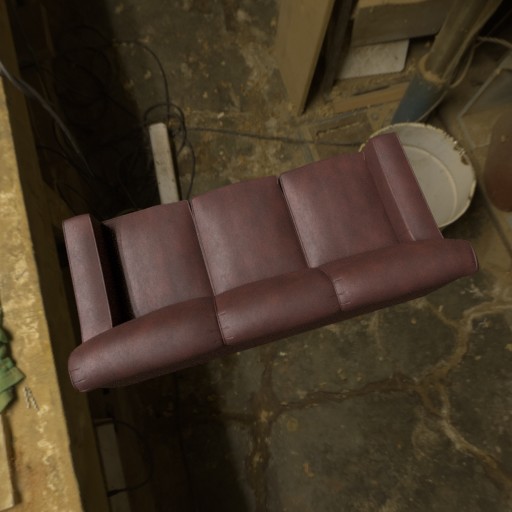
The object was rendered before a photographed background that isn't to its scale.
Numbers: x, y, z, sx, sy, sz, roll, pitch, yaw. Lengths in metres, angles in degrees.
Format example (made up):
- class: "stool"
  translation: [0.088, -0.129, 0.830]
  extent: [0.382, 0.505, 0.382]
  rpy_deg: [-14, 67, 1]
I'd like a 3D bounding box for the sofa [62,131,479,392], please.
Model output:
- class: "sofa"
  translation: [0.000, 0.000, 2.589]
  extent: [2.039, 0.953, 1.008]
  rpy_deg: [-16, 75, -4]
